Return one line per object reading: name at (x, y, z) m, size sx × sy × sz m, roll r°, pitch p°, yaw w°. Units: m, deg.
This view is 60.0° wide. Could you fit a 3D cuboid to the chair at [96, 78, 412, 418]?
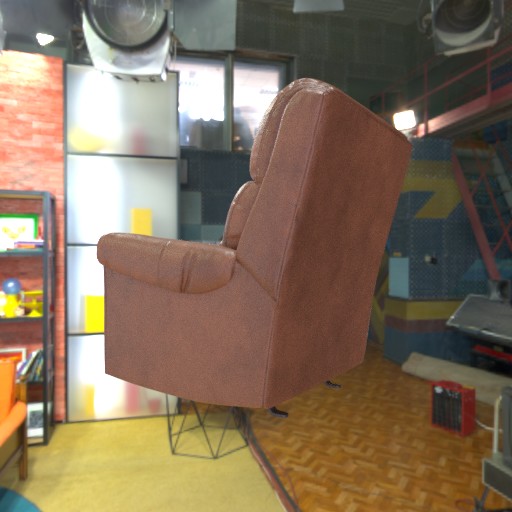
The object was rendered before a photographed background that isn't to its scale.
chair at (0.000, 0.000, 1.756) m, size 1.014 × 1.054 × 0.838 m, roll 0°, pitch 0°, yaw 36°
